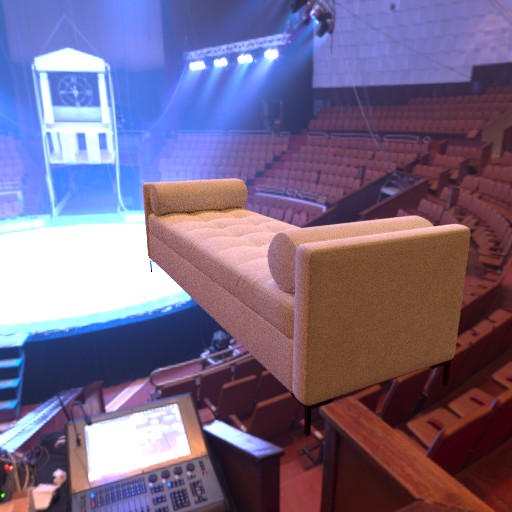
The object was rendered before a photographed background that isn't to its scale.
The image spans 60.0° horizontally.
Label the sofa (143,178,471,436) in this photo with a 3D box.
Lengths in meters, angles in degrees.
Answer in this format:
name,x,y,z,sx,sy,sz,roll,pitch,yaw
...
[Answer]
name,x,y,z,sx,sy,sz,roll,pitch,yaw
sofa,0.000,0.000,2.322,0.686,0.635,1.981,-8,17,-26
